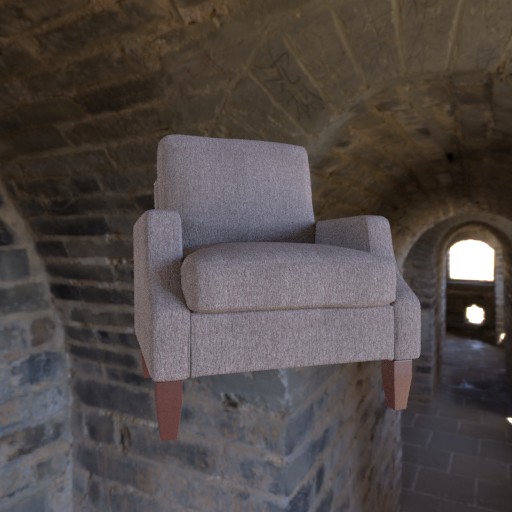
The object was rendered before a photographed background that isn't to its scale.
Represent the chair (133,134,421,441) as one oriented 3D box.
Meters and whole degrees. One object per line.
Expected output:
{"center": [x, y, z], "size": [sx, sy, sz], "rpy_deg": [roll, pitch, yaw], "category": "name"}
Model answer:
{"center": [0.000, 0.000, 1.671], "size": [0.855, 0.993, 0.897], "rpy_deg": [0, 1, -18], "category": "chair"}
